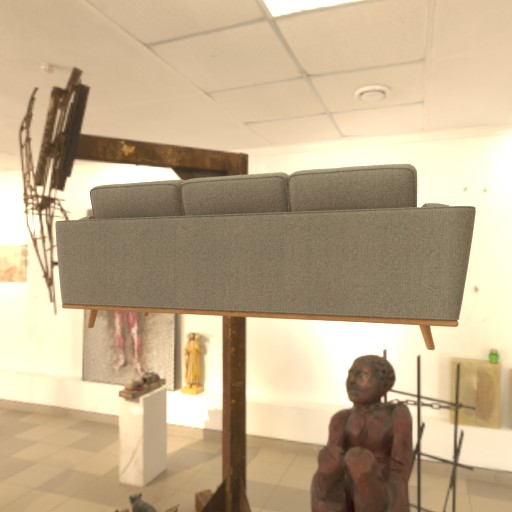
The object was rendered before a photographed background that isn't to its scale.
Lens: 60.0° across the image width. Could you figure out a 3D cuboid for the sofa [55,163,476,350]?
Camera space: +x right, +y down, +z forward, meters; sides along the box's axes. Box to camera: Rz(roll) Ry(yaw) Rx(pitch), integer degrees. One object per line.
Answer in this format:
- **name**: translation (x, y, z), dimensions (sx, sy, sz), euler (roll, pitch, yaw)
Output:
- **sofa**: translation (0.000, 0.000, 2.727), dimensions (2.362, 0.899, 0.903), euler (0, 0, 20)
